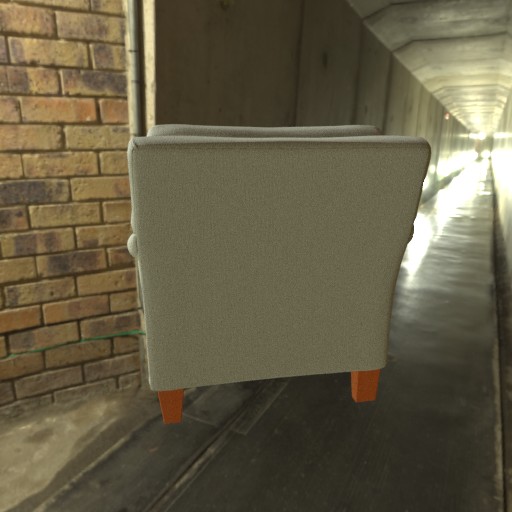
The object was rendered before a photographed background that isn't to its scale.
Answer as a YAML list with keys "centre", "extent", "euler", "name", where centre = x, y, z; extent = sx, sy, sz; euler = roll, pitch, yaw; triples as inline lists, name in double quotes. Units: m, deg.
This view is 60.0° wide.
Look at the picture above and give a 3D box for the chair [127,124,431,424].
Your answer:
- centre: [0.000, 0.000, 1.847]
  extent: [0.955, 1.038, 1.070]
  euler: [-3, 16, -10]
  name: "chair"
